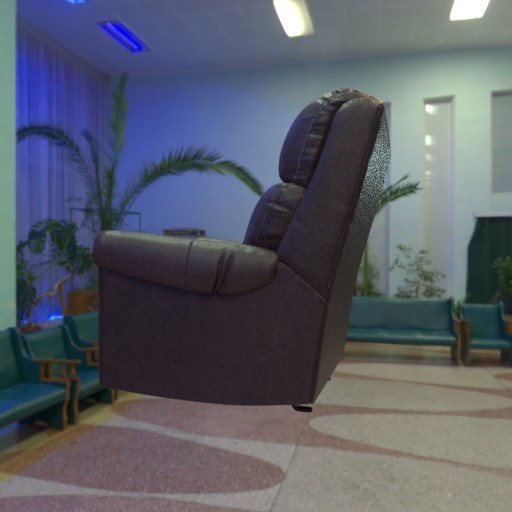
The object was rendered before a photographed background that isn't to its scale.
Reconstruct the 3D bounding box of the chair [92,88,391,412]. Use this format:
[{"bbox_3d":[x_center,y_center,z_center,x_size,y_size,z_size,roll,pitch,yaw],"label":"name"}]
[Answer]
[{"bbox_3d":[0.000,0.000,1.766,1.014,1.054,0.838,0,0,18],"label":"chair"}]
